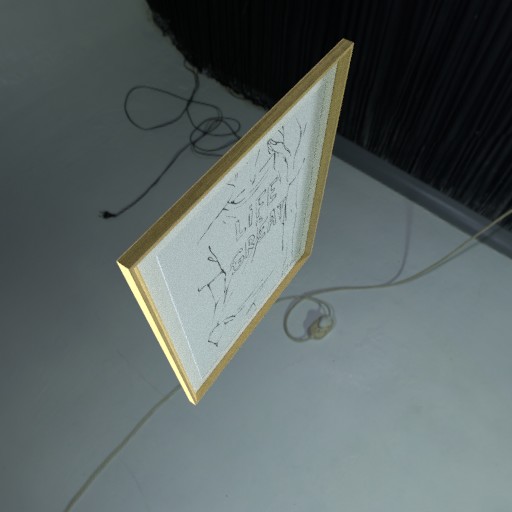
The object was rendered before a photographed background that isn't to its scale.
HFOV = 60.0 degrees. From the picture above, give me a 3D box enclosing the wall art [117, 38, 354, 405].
[{"bbox_3d":[0.000,0.000,1.365,0.030,1.002,0.798,31,64,18],"label":"wall art"}]
